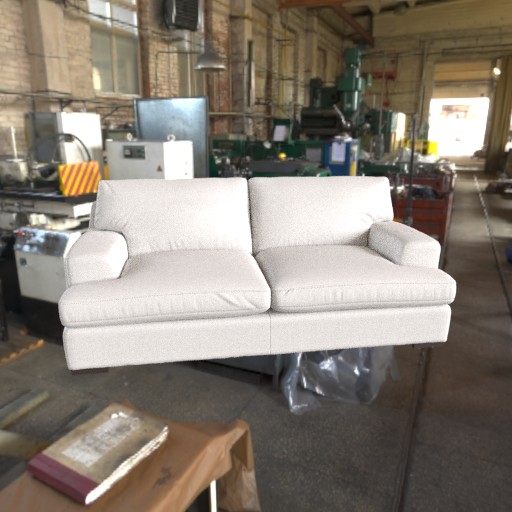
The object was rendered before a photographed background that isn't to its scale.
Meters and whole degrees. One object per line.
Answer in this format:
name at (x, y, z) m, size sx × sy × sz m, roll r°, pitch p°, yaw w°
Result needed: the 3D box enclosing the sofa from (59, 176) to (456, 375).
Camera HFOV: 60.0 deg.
sofa at (0.000, 0.000, 2.872) m, size 2.261 × 0.940 × 1.143 m, roll -2°, pitch 15°, yaw -9°
